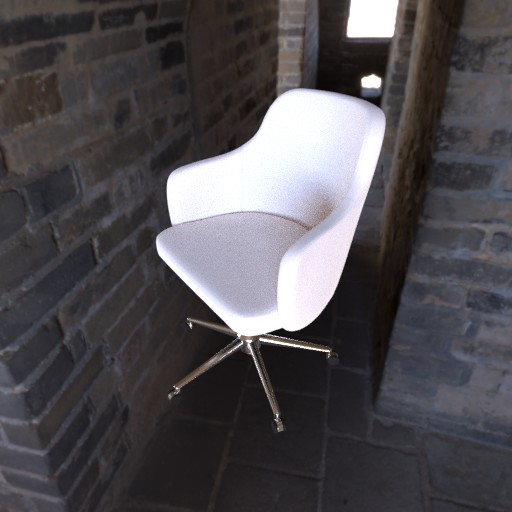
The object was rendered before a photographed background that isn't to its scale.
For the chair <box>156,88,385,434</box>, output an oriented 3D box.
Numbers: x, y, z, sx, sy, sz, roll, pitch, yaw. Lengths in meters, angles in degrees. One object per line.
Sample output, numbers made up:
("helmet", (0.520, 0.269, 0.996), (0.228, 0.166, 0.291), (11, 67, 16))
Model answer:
("chair", (0.000, 0.000, 1.281), (0.647, 0.819, 0.602), (-21, 38, -29))
